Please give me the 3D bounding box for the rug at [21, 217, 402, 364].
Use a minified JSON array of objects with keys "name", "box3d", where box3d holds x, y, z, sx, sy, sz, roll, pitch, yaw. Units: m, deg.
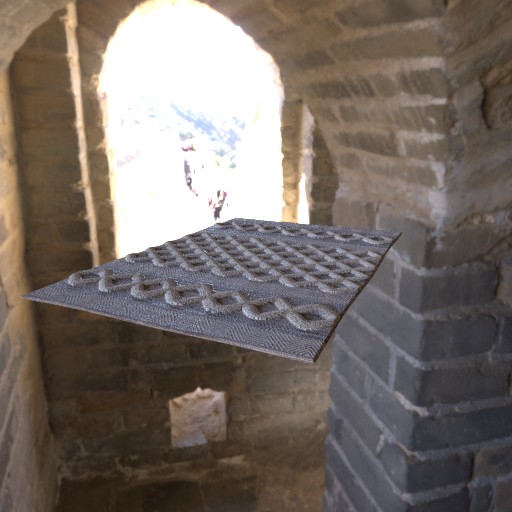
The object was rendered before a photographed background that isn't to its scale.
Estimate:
[{"name":"rug","box3d":[0.000,0.000,2.301,1.222,0.030,1.823,7,17,24]}]
